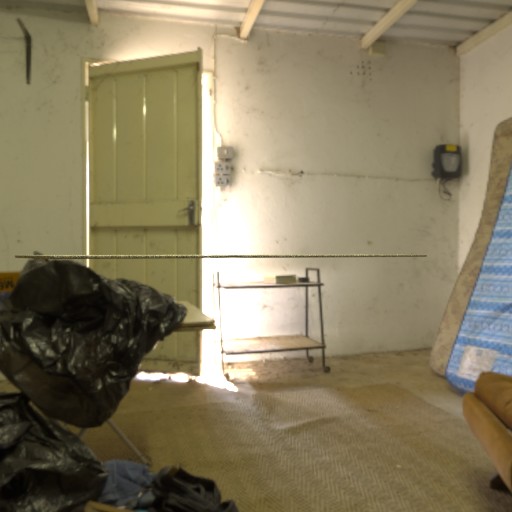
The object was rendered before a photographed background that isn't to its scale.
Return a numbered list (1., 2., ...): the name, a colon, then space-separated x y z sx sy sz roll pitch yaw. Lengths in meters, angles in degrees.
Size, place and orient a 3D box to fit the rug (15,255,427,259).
1. rug: 0.000 0.000 2.477 2.290 0.014 0.700 0 0 -37
